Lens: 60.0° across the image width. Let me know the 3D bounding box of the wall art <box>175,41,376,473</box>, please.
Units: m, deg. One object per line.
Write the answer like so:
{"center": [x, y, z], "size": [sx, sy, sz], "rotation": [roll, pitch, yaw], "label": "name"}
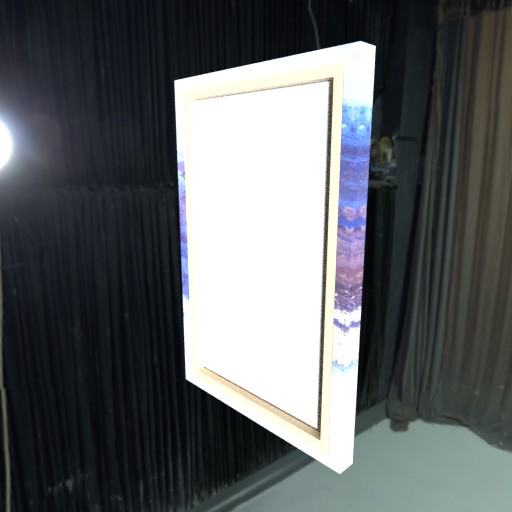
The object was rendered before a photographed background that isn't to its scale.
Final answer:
{"center": [0.000, 0.000, 1.094], "size": [0.048, 0.874, 0.583], "rotation": [-12, 17, -42], "label": "wall art"}
